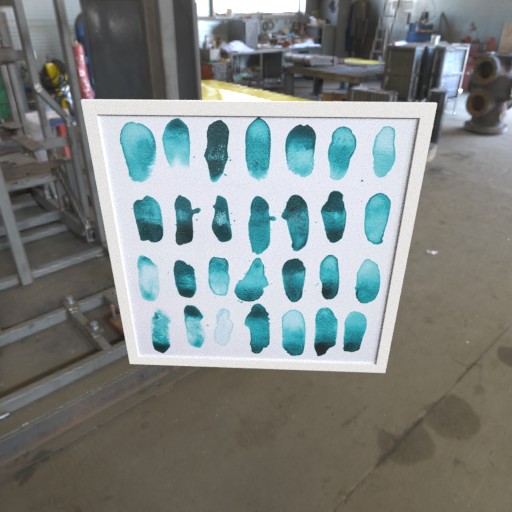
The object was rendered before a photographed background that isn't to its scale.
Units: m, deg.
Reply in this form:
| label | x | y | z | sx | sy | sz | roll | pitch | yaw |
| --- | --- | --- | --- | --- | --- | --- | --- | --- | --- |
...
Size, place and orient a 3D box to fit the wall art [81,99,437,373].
| label | x | y | z | sx | sy | sz | roll | pitch | yaw |
| --- | --- | --- | --- | --- | --- | --- | --- | --- | --- |
| wall art | 0.000 | 0.000 | 0.834 | 0.558 | 0.559 | 0.009 | 1 | 29 | 2 |
